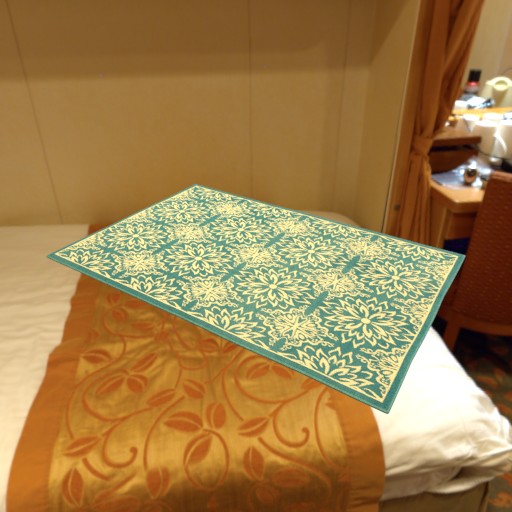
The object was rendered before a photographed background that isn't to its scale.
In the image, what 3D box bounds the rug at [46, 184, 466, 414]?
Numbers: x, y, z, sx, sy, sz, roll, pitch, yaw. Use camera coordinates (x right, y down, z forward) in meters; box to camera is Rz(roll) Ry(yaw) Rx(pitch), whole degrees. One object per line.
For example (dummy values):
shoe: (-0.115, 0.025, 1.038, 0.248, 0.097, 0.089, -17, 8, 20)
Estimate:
rug: (0.000, 0.000, 3.502, 2.769, 0.018, 1.830, 19, 35, 28)
